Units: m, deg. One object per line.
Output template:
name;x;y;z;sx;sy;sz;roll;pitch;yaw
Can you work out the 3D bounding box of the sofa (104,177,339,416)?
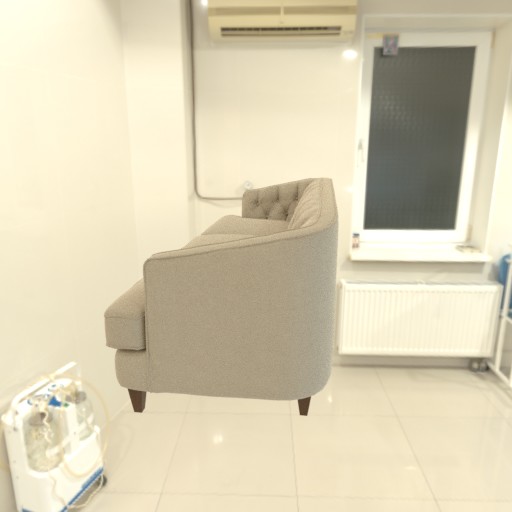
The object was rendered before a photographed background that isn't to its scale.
sofa;0.000;0.000;2.766;0.941;0.855;2.278;2;15;8
